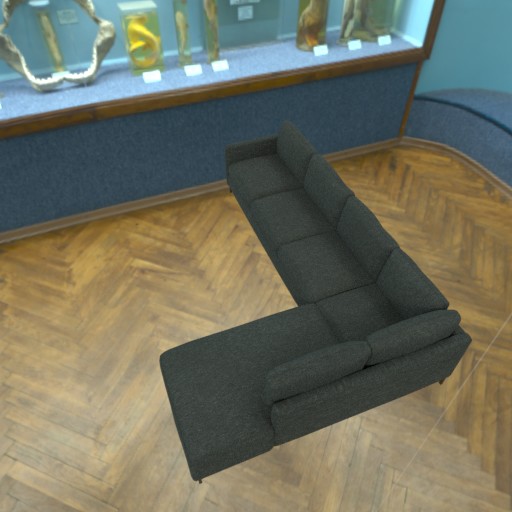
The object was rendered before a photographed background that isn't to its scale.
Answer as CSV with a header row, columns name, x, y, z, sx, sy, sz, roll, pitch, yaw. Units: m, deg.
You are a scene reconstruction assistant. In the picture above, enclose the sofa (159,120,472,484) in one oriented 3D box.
name,x,y,z,sx,sy,sz,roll,pitch,yaw
sofa,0.000,0.000,3.788,2.007,0.815,2.949,-16,48,-15
